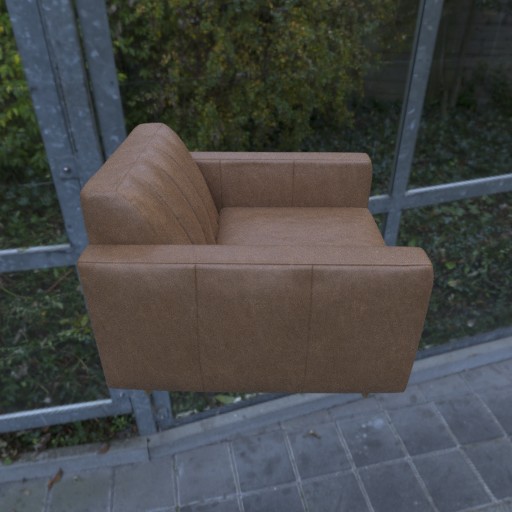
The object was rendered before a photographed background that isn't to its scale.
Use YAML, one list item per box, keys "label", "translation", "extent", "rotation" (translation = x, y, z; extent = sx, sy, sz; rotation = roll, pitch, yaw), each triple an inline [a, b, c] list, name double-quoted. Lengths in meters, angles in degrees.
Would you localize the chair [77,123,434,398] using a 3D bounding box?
- label: "chair"
  translation: [0.000, 0.000, 1.671]
  extent: [0.998, 0.819, 0.953]
  rotation: [1, 32, 1]
